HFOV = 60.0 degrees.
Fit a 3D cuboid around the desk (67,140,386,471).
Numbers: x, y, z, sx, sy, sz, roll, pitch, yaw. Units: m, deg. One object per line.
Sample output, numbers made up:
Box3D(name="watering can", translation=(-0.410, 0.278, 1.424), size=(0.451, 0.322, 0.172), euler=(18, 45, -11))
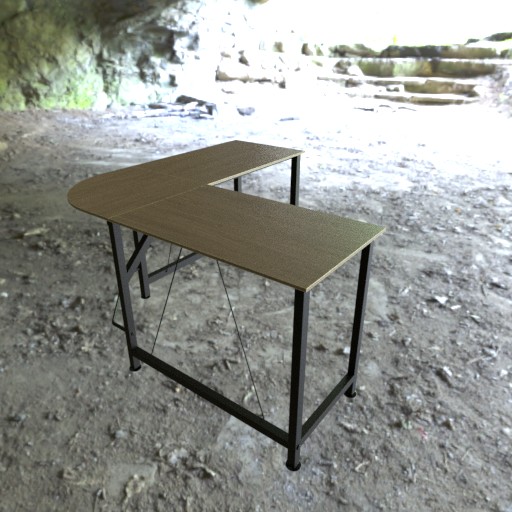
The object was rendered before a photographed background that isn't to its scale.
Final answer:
Box3D(name="desk", translation=(0.000, 0.000, 2.231), size=(1.400, 0.762, 1.400), euler=(18, 31, 33))
